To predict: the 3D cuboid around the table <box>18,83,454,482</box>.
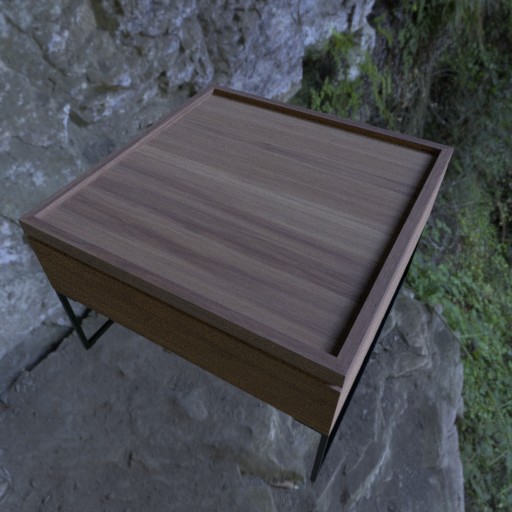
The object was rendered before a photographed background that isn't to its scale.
[{"bbox_3d":[0.000,0.000,1.109,0.679,0.464,0.676,22,50,20],"label":"table"}]
